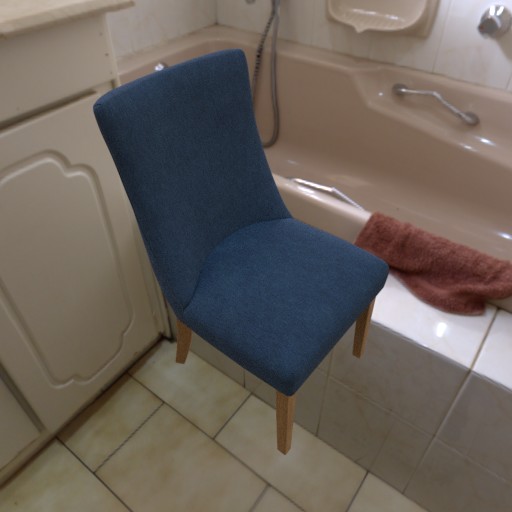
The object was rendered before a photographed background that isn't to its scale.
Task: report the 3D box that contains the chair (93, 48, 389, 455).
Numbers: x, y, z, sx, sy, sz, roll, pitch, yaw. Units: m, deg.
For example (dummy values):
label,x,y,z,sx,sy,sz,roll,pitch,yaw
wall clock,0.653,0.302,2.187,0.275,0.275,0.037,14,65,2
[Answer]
label,x,y,z,sx,sy,sz,roll,pitch,yaw
chair,0.000,0.000,1.233,0.609,0.902,0.495,29,49,28
